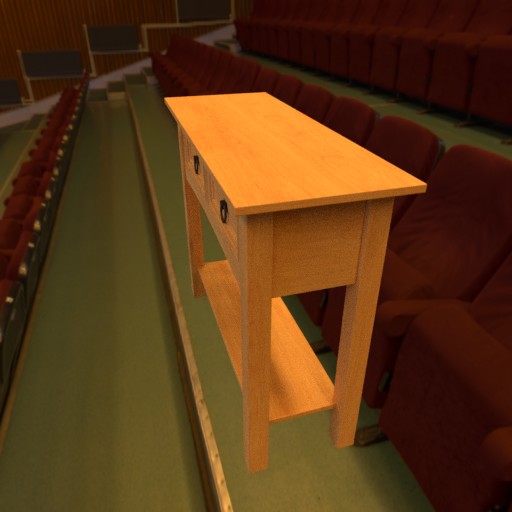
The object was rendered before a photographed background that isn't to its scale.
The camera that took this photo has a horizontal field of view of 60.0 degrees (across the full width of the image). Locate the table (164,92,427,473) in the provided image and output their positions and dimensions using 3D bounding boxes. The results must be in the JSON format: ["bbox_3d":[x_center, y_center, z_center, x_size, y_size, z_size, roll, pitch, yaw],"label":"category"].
[{"bbox_3d":[0.000,0.000,1.269,0.340,0.728,0.900,-9,31,-15],"label":"table"}]
